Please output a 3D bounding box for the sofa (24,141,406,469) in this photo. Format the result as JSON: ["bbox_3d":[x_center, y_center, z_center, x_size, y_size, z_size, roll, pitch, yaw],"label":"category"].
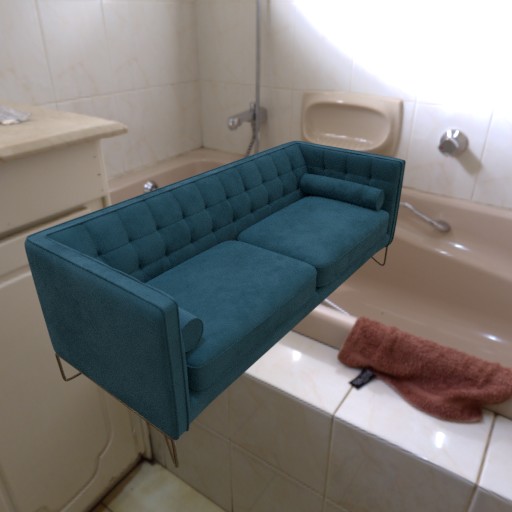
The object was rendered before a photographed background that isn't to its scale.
[{"bbox_3d":[0.000,0.000,2.482,0.867,0.789,2.087,20,34,32],"label":"sofa"}]
